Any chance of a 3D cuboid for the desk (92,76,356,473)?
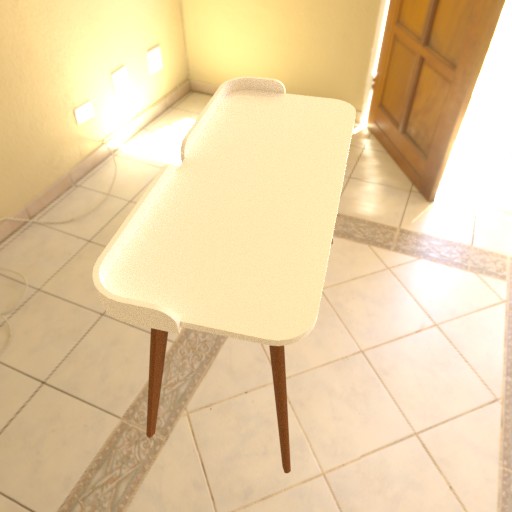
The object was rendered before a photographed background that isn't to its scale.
[{"bbox_3d":[0.000,0.000,1.636,0.534,0.807,1.206,10,46,10],"label":"desk"}]
